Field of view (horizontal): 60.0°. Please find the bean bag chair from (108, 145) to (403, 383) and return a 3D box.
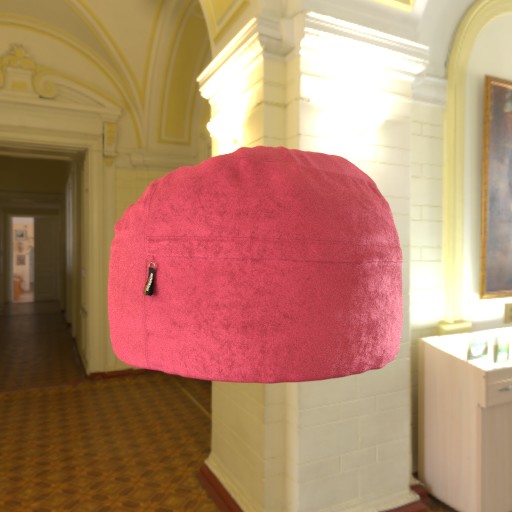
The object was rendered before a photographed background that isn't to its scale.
[{"bbox_3d":[0.000,0.000,1.937,1.218,0.788,1.218,0,1,0],"label":"bean bag chair"}]
